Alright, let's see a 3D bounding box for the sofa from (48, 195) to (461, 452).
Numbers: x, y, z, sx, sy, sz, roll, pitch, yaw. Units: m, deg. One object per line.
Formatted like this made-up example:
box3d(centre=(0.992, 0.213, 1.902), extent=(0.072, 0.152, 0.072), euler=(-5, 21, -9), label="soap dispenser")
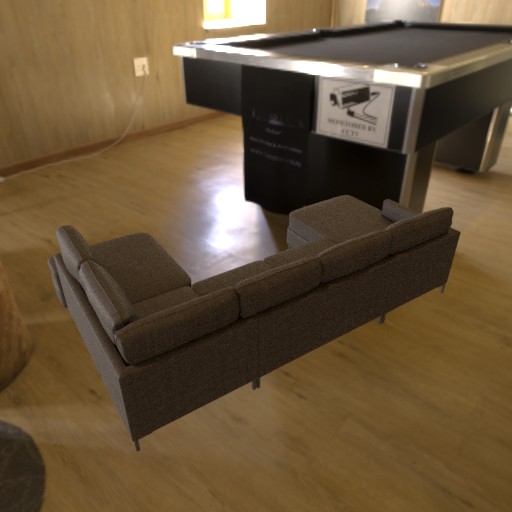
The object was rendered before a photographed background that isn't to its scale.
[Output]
box3d(centre=(0.000, 0.000, 4.290), extent=(3.423, 0.999, 2.048), euler=(-19, 37, -28), label="sofa")
